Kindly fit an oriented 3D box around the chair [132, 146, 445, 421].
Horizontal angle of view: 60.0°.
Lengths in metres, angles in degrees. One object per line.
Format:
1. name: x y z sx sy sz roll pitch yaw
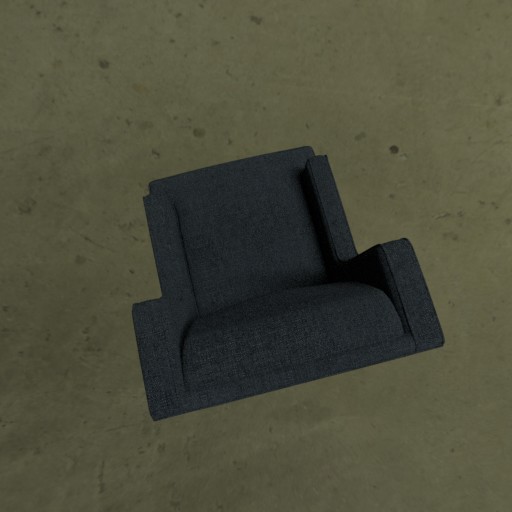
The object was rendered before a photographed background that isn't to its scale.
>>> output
1. chair: 0.000 0.000 1.706 0.764 1.072 0.947 -14 76 -3
